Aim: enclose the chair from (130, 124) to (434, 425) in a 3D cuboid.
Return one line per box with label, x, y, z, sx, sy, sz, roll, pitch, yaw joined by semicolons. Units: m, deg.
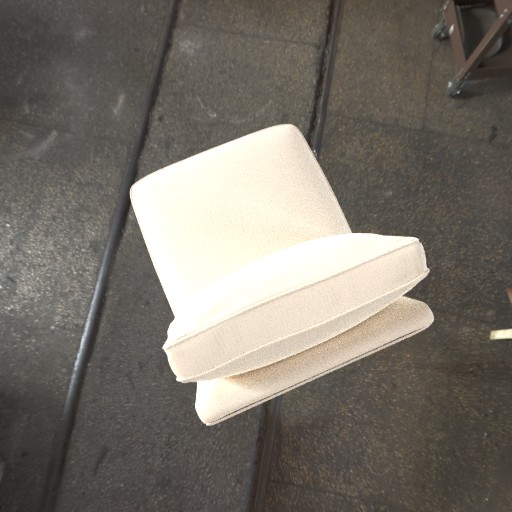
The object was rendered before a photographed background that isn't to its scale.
chair;0.000;0.000;1.414;0.630;0.887;0.781;-23;78;-5
